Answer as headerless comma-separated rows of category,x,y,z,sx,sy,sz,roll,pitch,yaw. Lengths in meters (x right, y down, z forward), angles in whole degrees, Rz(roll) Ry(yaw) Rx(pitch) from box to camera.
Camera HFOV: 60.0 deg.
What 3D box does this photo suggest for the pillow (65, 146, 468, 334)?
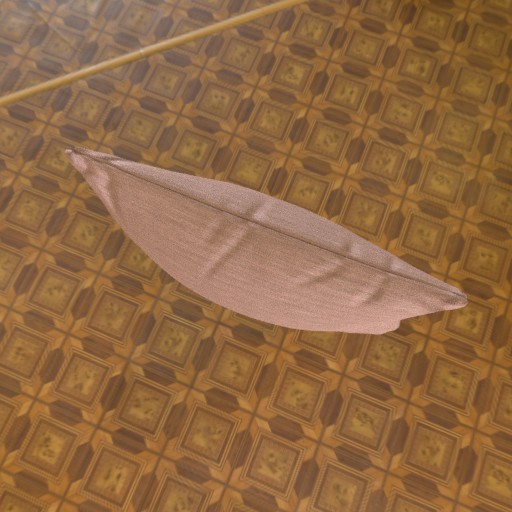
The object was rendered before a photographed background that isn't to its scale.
pillow,0.000,0.000,0.800,0.633,0.338,0.210,21,76,5
